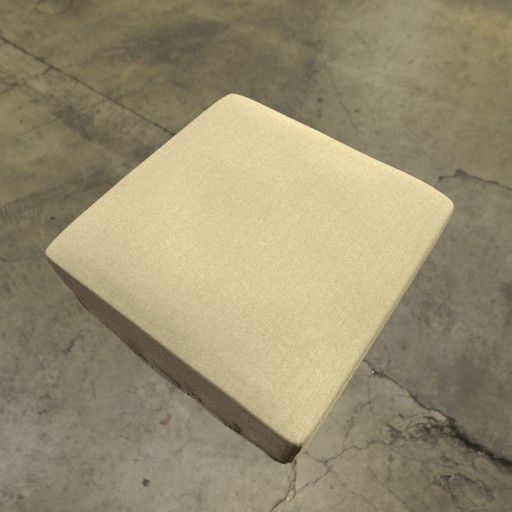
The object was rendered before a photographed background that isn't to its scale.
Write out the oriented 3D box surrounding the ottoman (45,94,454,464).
[{"bbox_3d":[0.000,0.000,1.349,0.843,0.436,0.840,32,63,19],"label":"ottoman"}]
